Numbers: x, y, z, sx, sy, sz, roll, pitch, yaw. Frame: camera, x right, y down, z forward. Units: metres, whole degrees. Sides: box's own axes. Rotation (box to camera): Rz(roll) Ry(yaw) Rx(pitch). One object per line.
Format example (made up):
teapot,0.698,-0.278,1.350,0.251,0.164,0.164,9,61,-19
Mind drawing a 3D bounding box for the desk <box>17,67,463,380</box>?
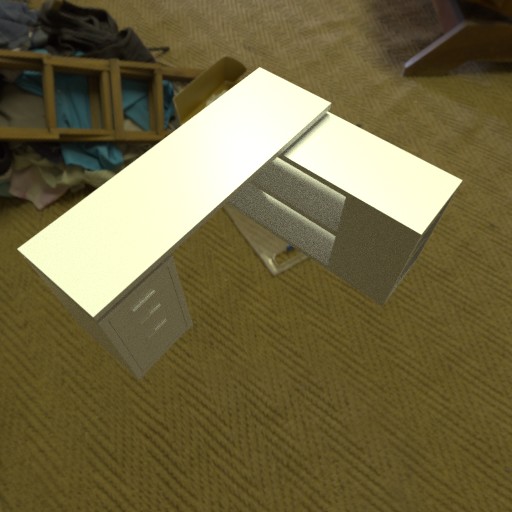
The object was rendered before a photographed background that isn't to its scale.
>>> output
desk,0.000,0.000,2.184,1.200,0.753,1.524,35,64,20
